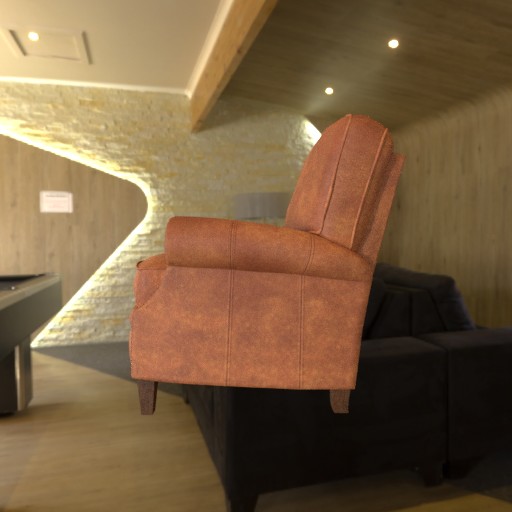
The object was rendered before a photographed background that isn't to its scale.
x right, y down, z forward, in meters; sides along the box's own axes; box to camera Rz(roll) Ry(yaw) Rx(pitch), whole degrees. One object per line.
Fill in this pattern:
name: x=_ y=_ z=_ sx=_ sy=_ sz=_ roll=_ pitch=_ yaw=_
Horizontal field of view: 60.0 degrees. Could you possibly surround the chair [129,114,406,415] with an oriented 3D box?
chair: x=0.000 y=0.000 z=1.799 sx=0.986 sy=1.018 sz=0.936 roll=0 pitch=2 yaw=0
